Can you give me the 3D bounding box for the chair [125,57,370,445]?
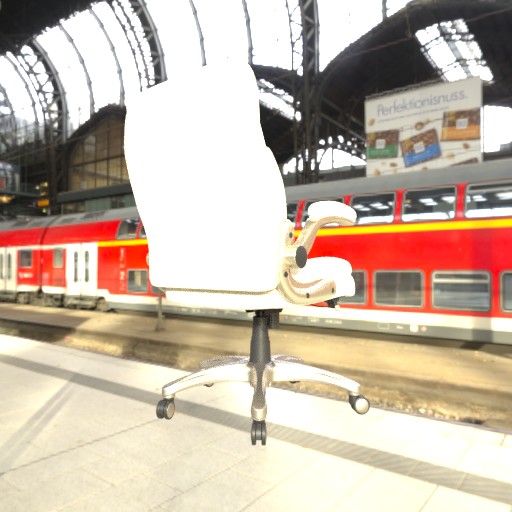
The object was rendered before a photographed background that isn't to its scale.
[{"bbox_3d":[0.000,0.000,1.636,0.740,1.110,0.794,-1,-1,35],"label":"chair"}]
